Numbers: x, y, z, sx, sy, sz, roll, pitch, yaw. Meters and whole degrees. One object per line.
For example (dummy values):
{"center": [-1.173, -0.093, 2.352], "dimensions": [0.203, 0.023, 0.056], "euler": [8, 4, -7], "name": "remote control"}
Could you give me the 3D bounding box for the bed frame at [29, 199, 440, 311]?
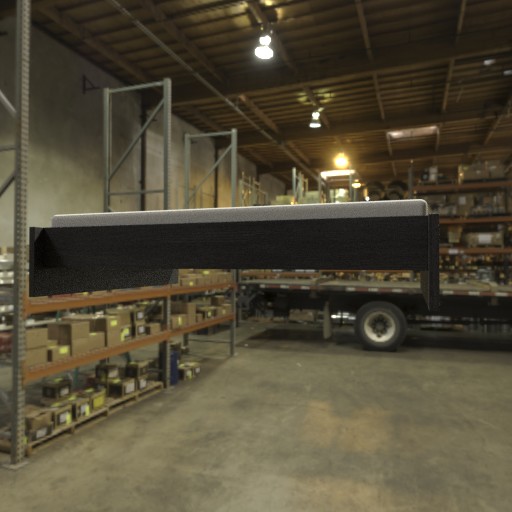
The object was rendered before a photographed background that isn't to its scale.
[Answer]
{"center": [0.000, 0.000, 2.659], "dimensions": [1.950, 0.432, 1.490], "euler": [0, -1, 19], "name": "bed frame"}
